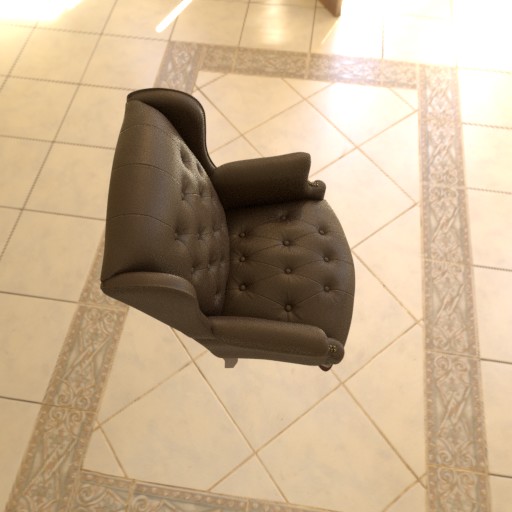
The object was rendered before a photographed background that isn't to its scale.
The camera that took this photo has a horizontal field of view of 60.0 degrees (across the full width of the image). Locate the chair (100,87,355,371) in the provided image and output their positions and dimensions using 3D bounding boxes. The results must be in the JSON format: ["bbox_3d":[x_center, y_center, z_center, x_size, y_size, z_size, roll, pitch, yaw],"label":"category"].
[{"bbox_3d":[0.000,0.000,1.703,0.819,1.132,0.829,-1,64,0],"label":"chair"}]
